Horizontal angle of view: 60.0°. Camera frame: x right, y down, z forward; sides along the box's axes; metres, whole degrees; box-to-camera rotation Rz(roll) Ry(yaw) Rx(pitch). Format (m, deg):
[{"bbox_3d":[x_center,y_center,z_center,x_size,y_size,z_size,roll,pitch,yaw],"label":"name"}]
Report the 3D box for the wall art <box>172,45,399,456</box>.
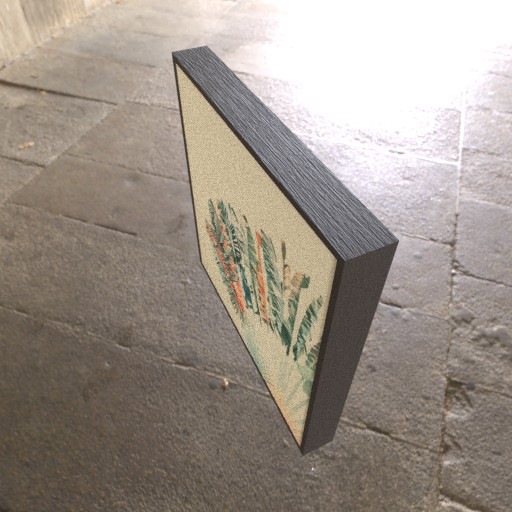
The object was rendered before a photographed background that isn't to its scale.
[{"bbox_3d":[0.000,0.000,0.449,0.036,0.300,0.302,-19,50,-17],"label":"wall art"}]
